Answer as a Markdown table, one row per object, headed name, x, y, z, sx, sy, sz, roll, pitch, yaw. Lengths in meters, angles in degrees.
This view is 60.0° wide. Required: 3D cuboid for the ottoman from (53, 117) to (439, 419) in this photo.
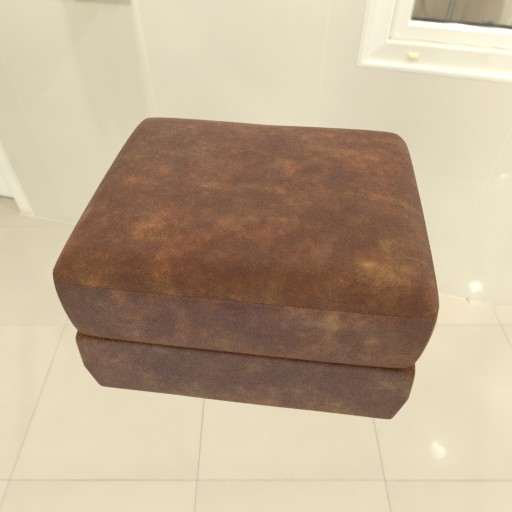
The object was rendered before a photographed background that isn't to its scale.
| name | x | y | z | sx | sy | sz | roll | pitch | yaw |
| --- | --- | --- | --- | --- | --- | --- | --- | --- | --- |
| ottoman | 0.000 | 0.000 | 1.109 | 0.751 | 0.476 | 0.603 | 5 | 46 | 5 |
